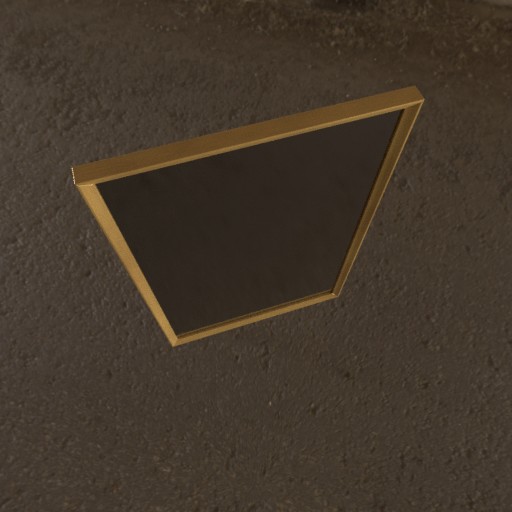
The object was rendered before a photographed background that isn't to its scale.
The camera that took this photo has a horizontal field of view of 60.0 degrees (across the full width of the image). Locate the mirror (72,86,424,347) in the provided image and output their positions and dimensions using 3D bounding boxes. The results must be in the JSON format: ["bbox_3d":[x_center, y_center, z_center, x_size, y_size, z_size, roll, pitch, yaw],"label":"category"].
[{"bbox_3d":[0.000,0.000,1.152,0.609,0.915,0.041,-16,64,-8],"label":"mirror"}]
